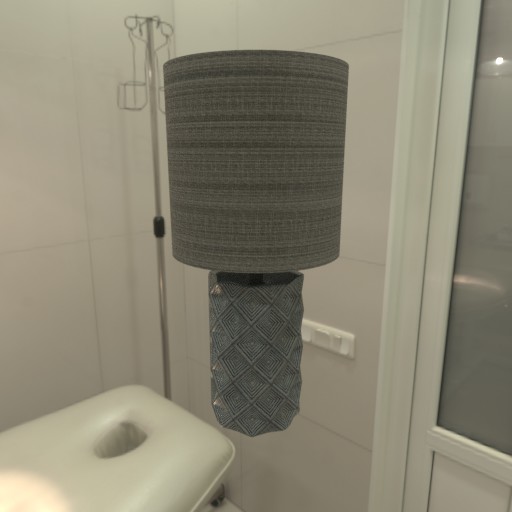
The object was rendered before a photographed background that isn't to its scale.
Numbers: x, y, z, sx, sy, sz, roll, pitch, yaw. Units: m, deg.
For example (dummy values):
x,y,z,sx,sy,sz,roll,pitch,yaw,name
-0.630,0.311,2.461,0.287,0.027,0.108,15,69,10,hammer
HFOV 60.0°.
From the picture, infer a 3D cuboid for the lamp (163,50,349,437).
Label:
x,y,z,sx,sy,sz,roll,pitch,yaw,name
0.000,0.000,0.720,0.269,0.566,0.268,13,19,42,lamp
